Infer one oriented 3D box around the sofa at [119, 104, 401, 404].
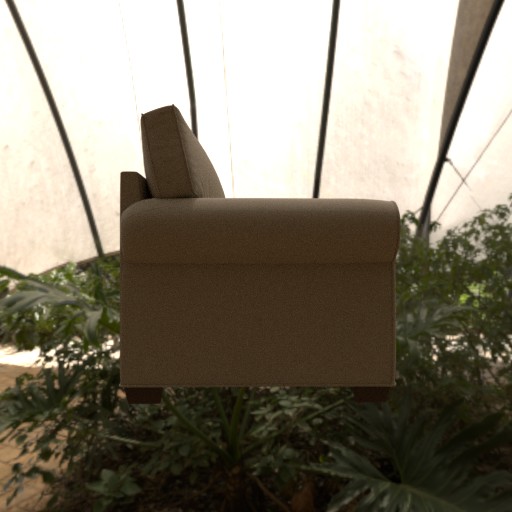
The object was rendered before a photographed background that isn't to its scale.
[{"bbox_3d":[0.000,0.000,2.098,0.937,1.006,1.405,0,-1,-1],"label":"sofa"}]
